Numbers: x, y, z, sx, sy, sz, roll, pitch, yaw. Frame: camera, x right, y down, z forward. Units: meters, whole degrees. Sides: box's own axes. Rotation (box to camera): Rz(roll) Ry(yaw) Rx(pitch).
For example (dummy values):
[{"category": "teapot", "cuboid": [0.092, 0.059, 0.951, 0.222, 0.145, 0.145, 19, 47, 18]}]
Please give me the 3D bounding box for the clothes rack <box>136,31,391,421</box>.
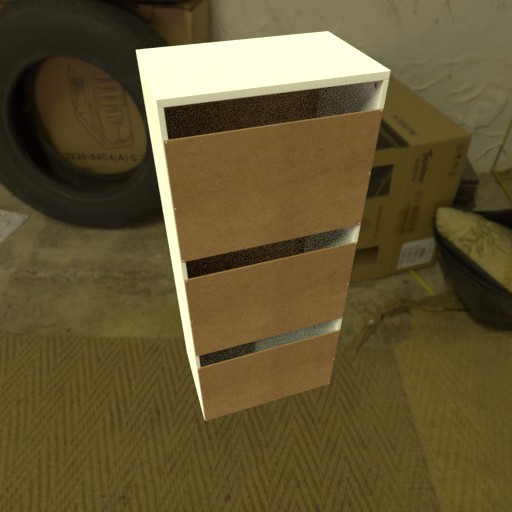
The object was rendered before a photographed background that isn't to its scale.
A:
[{"category": "clothes rack", "cuboid": [0.000, 0.000, 1.393, 0.500, 1.187, 0.331, -12, 43, -14]}]
